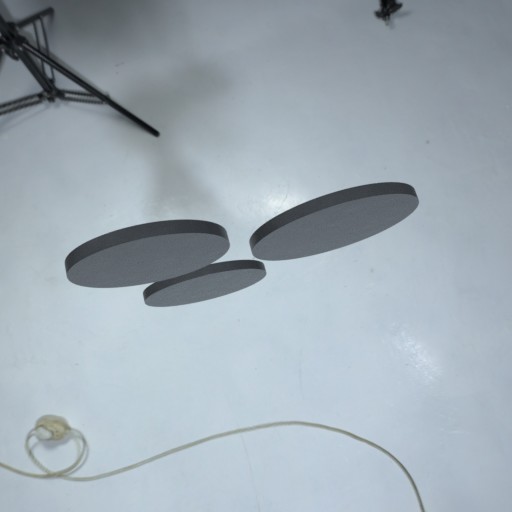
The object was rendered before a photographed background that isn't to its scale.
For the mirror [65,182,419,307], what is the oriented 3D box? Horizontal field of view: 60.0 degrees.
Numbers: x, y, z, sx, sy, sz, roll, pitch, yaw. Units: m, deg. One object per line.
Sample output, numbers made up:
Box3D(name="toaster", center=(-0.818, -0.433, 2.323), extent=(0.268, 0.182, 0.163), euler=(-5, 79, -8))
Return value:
Box3D(name="mirror", center=(0.000, 0.000, 3.161), extent=(2.160, 2.096, 0.076), euler=(-14, 76, -4))
